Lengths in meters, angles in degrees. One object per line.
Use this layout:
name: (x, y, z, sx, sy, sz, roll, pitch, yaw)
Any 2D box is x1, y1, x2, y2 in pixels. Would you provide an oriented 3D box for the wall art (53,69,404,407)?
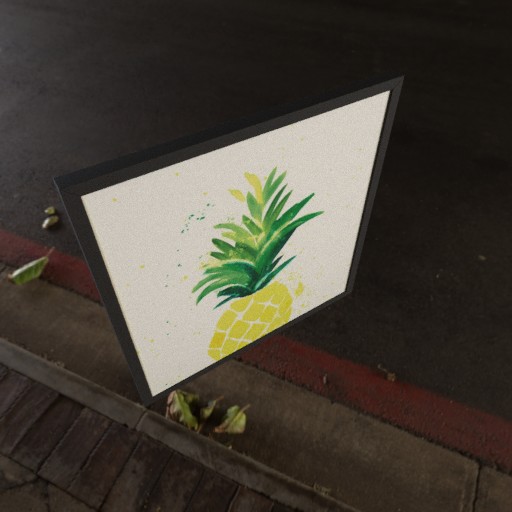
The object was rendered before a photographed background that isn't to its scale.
wall art: (0.000, 0.000, 1.125, 0.762, 0.760, 0.037, -25, 51, -22)
